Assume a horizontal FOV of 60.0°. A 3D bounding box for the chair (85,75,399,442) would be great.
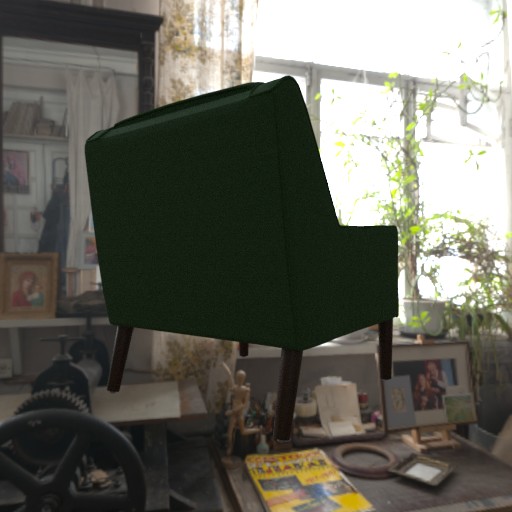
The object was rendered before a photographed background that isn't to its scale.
[{"bbox_3d":[0.000,0.000,1.342,0.663,0.792,0.743,-1,-1,36],"label":"chair"}]
